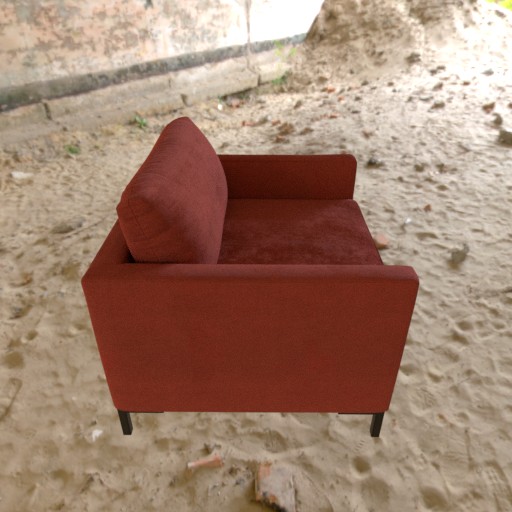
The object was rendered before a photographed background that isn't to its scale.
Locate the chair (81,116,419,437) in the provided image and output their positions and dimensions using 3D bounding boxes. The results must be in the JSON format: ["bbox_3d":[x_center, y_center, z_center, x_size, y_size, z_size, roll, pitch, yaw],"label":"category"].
[{"bbox_3d":[0.000,0.000,1.598,0.875,0.812,0.964,0,32,0],"label":"chair"}]
